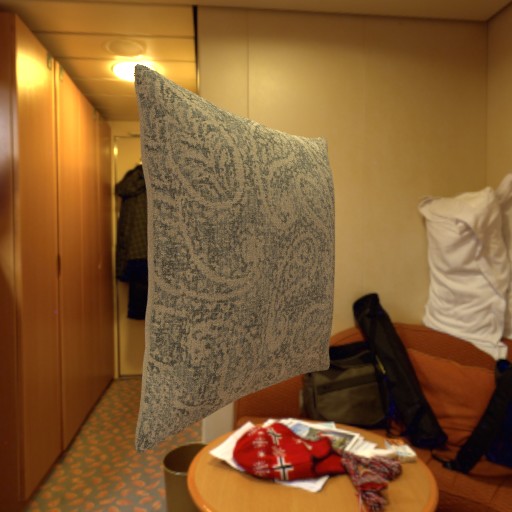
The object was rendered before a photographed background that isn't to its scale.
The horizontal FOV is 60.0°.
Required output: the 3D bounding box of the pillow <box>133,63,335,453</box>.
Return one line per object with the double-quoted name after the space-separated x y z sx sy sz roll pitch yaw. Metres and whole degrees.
0.000 0.000 0.776 0.166 0.510 0.523 1 2 37 "pillow"
